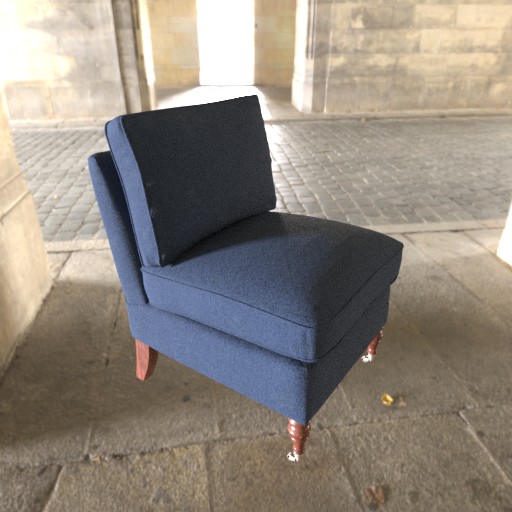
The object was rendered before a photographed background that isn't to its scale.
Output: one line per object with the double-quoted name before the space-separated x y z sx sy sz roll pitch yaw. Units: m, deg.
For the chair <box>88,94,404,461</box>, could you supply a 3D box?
"chair" 0.000 0.000 1.646 0.912 1.052 0.724 17 31 31
